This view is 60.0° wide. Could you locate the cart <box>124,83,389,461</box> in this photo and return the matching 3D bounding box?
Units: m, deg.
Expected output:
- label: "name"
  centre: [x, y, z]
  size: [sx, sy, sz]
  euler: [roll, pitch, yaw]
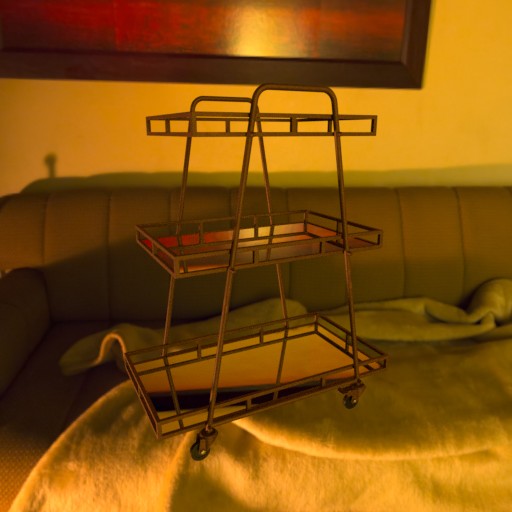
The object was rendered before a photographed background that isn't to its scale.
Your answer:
- label: "cart"
  centre: [0.000, 0.000, 1.265]
  size: [0.711, 0.883, 0.441]
  euler: [-8, 17, -26]
